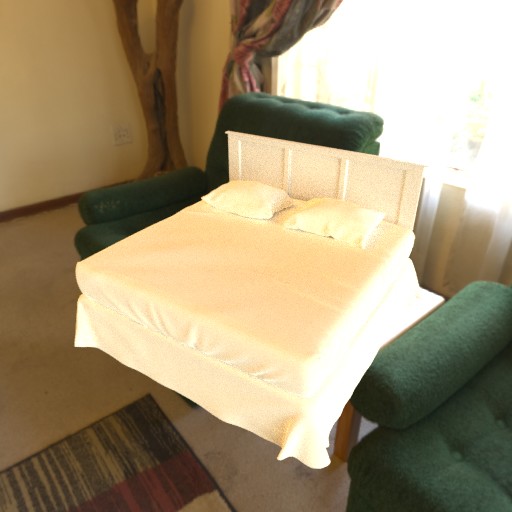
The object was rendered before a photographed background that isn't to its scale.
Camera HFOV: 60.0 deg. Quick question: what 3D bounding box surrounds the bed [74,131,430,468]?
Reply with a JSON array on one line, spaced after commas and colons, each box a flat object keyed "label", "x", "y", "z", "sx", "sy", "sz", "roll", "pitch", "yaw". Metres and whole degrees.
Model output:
[{"label": "bed", "x": 0.000, "y": 0.000, "z": 3.552, "sx": 2.317, "sy": 1.273, "sz": 2.215, "roll": 18, "pitch": 34, "yaw": 28}]
